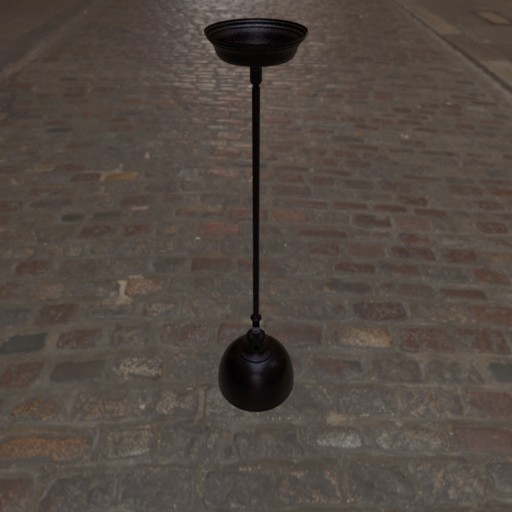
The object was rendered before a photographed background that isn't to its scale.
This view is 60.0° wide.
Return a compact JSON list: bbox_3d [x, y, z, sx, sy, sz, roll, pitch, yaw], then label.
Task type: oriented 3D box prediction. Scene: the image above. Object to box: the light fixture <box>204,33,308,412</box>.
[{"bbox_3d":[0.000,0.000,0.824,0.182,0.768,0.182,-1,40,-1],"label":"light fixture"}]
